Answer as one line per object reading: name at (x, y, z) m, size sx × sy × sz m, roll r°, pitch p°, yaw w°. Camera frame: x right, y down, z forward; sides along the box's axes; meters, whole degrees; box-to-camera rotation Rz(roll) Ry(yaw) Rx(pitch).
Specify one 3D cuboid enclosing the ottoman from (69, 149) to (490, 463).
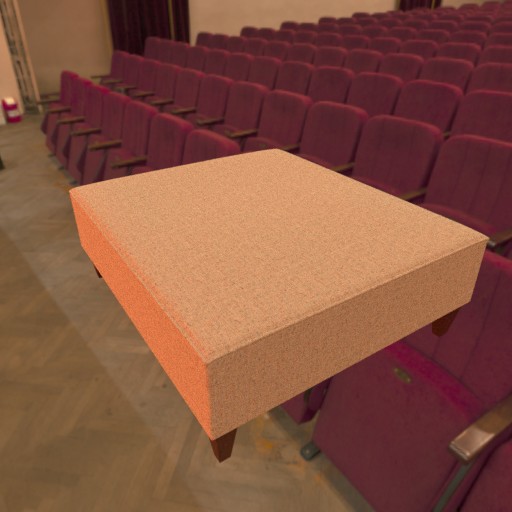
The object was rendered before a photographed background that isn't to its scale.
ottoman at (0.000, 0.000, 1.204) m, size 0.736 × 0.303 × 0.835 m, roll -18°, pitch 35°, yaw -28°
